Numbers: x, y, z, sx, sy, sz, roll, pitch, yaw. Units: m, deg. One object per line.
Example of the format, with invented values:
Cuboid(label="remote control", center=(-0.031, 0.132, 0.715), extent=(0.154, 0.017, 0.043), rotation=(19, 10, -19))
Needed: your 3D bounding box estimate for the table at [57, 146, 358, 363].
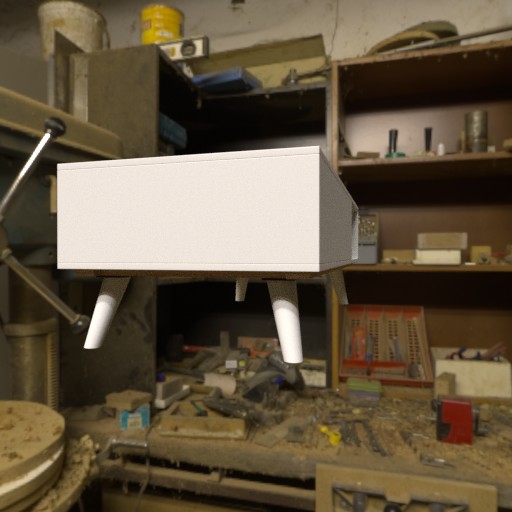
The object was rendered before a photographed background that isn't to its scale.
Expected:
Cuboid(label="table", center=(0.000, 0.000, 1.515), extent=(0.609, 0.432, 1.194), rotation=(0, 0, 16))
